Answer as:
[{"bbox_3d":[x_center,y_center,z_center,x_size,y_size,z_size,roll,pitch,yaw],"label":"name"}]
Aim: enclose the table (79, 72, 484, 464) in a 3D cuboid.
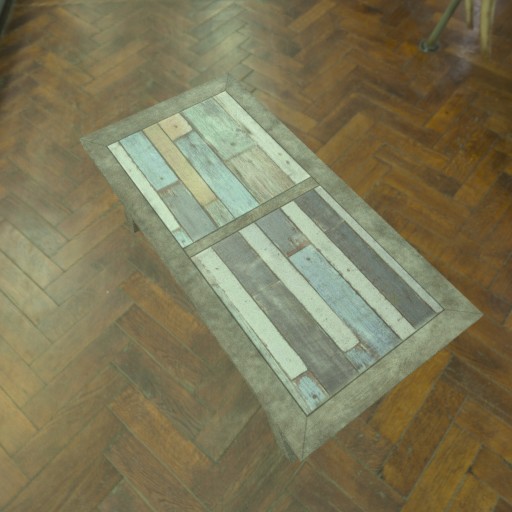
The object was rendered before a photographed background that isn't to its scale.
[{"bbox_3d":[0.000,0.000,1.536,0.610,0.470,1.219,-31,64,-17],"label":"table"}]
